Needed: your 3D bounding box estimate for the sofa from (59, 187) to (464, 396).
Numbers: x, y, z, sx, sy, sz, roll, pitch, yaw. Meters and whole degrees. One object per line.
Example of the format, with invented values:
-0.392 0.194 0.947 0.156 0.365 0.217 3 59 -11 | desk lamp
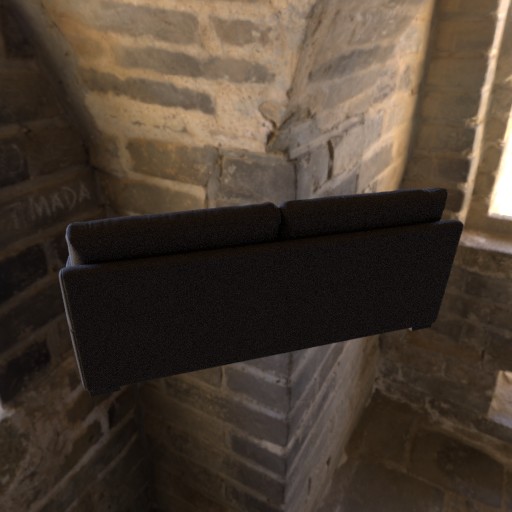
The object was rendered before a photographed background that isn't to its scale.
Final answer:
0.000 0.000 2.871 2.271 0.950 1.140 -8 25 -16 | sofa
